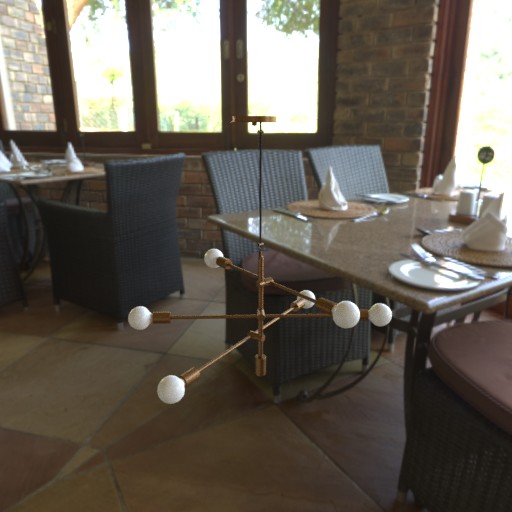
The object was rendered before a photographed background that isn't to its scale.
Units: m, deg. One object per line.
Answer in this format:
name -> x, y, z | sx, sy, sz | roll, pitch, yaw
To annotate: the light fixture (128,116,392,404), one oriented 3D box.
light fixture -> 0.000, 0.000, 1.238 | 0.682, 0.744, 0.637 | -8, 19, -26
